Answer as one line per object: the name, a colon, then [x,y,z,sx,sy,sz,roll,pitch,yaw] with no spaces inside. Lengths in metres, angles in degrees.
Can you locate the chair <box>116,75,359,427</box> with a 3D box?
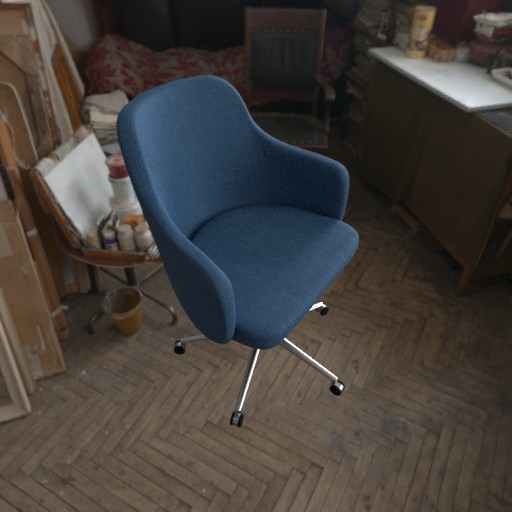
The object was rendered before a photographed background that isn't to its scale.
chair: [0.000,0.000,1.257,0.655,0.820,0.599,25,47,26]
